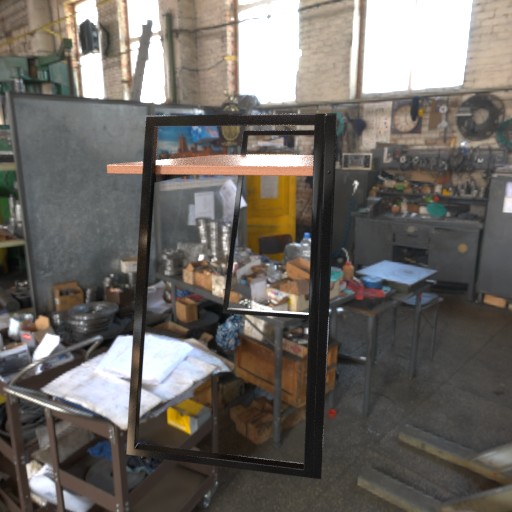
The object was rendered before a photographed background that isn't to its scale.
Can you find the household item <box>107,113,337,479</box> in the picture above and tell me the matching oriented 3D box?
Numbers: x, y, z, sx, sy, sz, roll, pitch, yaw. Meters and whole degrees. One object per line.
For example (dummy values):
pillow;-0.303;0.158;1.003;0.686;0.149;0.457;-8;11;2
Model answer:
household item;0.000;0.000;1.519;0.510;0.860;1.050;2;14;10
